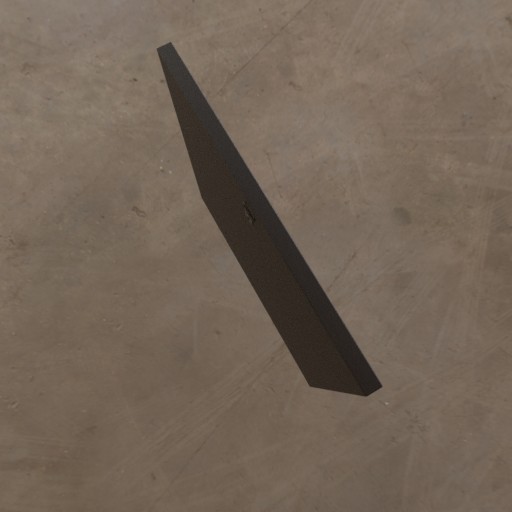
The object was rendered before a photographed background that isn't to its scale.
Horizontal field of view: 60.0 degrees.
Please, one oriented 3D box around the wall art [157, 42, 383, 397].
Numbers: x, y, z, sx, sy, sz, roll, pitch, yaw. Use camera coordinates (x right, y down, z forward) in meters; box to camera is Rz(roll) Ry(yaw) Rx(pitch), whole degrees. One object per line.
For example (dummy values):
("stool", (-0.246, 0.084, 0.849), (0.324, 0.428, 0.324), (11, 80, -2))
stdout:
("wall art", (0.000, 0.000, 1.231), (0.043, 0.807, 0.805), (-29, 77, -7))
